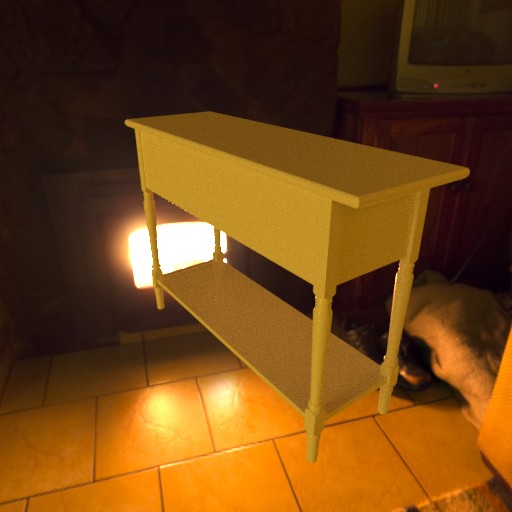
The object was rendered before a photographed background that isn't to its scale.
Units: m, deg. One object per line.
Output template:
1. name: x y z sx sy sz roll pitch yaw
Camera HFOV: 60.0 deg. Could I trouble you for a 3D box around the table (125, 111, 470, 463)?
1. table: 0.000 0.000 1.550 0.386 0.814 1.191 -18 31 -32
